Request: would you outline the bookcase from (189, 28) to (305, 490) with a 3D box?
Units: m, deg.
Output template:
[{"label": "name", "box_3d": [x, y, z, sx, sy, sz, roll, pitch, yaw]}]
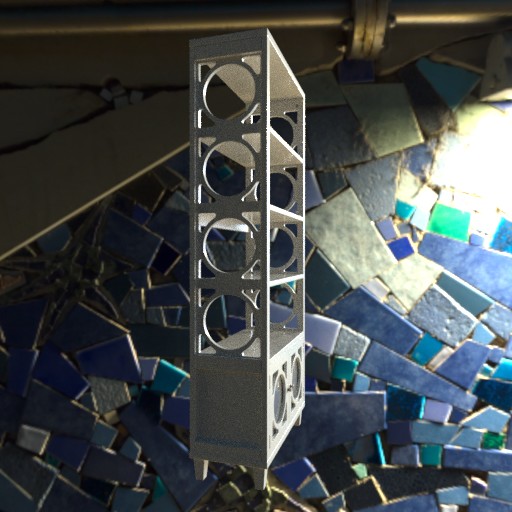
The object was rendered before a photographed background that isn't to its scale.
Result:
[{"label": "bookcase", "box_3d": [0.000, 0.000, 2.145, 0.361, 1.869, 0.761, 0, 0, 17]}]
